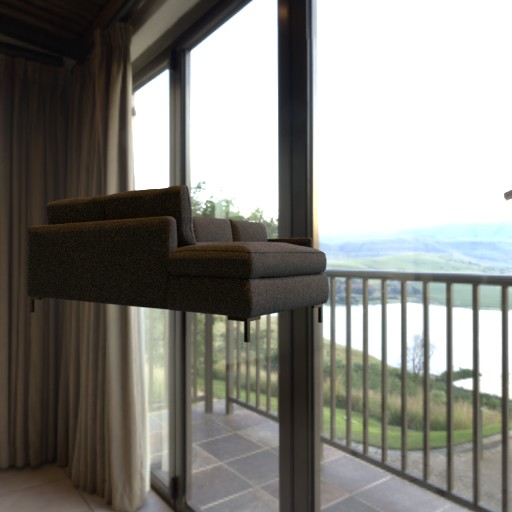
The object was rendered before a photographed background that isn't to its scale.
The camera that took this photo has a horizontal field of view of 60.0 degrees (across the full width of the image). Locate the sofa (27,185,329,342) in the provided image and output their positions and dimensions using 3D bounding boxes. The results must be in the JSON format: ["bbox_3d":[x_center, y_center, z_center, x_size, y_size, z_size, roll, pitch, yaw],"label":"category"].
[{"bbox_3d":[0.000,0.000,3.788,2.007,0.815,2.949,0,0,35],"label":"sofa"}]
